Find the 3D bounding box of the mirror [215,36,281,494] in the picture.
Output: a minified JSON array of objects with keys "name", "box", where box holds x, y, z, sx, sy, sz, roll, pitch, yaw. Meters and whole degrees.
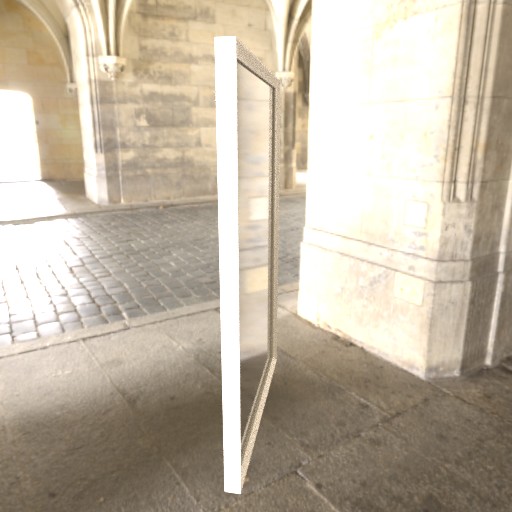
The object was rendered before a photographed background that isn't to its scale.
[{"name":"mirror","box":[0.000,0.000,1.144,0.041,0.915,0.609,3,15,10]}]
